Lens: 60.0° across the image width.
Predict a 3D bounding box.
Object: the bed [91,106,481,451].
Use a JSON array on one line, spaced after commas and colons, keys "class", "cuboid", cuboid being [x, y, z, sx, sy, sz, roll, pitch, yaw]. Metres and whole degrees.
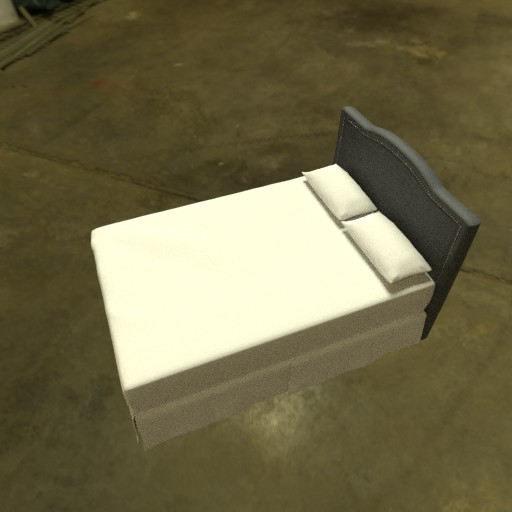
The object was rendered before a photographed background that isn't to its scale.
[{"class": "bed", "cuboid": [0.000, 0.000, 3.520, 2.507, 1.441, 1.747, -16, 48, -15]}]
